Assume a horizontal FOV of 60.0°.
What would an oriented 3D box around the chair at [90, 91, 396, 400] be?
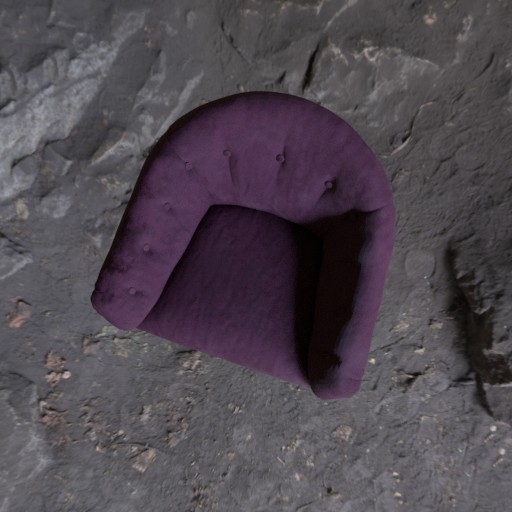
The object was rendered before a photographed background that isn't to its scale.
[{"bbox_3d":[0.000,0.000,1.559,0.851,0.885,0.776,18,77,4],"label":"chair"}]
